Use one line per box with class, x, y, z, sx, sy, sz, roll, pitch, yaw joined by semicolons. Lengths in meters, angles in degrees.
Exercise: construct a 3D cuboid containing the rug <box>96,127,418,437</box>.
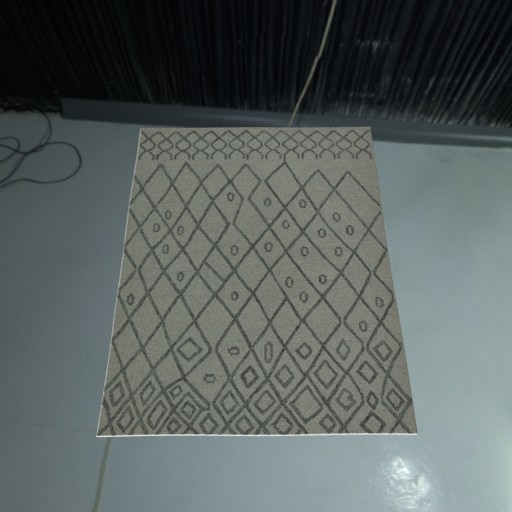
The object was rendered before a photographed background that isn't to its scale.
rug;0.000;0.000;4.037;2.446;0.015;3.046;0;64;0
